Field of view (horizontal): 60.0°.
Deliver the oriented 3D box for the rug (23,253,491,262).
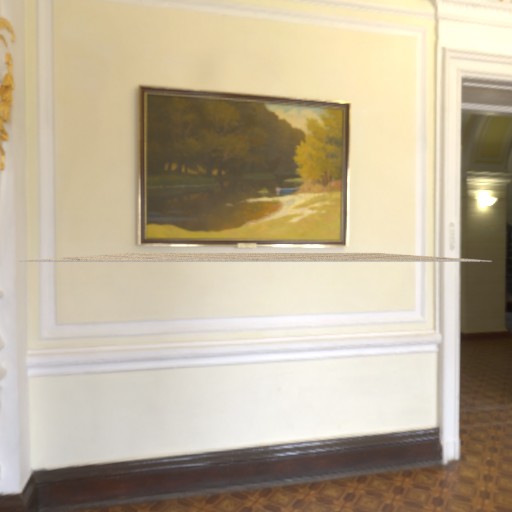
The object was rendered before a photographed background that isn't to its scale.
[{"bbox_3d":[0.000,0.000,4.038,3.051,0.013,2.380,0,1,0],"label":"rug"}]
